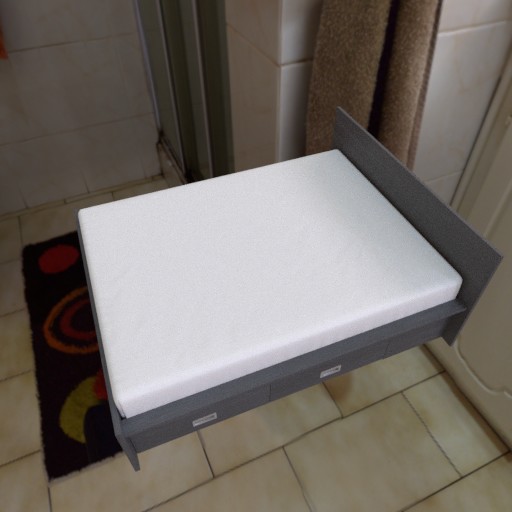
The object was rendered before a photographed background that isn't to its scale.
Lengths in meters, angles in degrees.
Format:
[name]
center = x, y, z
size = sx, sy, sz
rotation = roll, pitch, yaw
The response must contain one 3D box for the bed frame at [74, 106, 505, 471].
[bed frame]
center = 0.000, 0.000, 2.714
size = 1.960, 0.800, 1.622
rotation = -16, 48, -15
